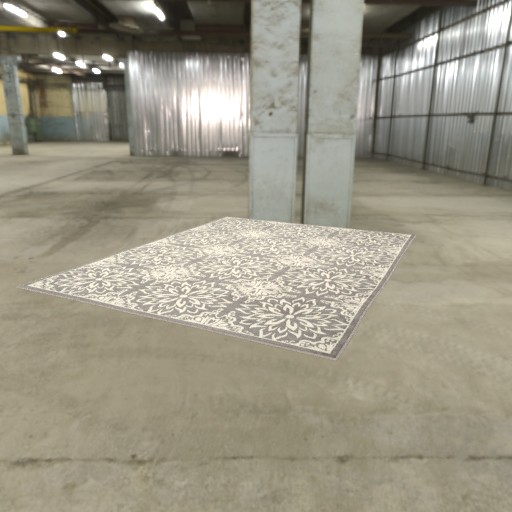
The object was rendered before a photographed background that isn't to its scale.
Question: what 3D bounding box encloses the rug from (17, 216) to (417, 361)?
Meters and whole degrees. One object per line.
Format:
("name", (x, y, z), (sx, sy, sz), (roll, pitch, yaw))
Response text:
("rug", (0.000, 0.000, 3.957), (2.363, 0.012, 2.980), (8, 18, 25))
